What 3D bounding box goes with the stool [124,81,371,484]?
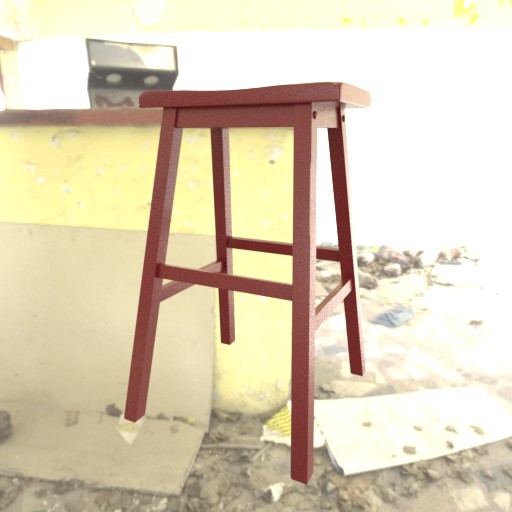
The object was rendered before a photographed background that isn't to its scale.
[{"bbox_3d":[0.000,0.000,1.054,0.457,0.737,0.476,7,17,26],"label":"stool"}]
